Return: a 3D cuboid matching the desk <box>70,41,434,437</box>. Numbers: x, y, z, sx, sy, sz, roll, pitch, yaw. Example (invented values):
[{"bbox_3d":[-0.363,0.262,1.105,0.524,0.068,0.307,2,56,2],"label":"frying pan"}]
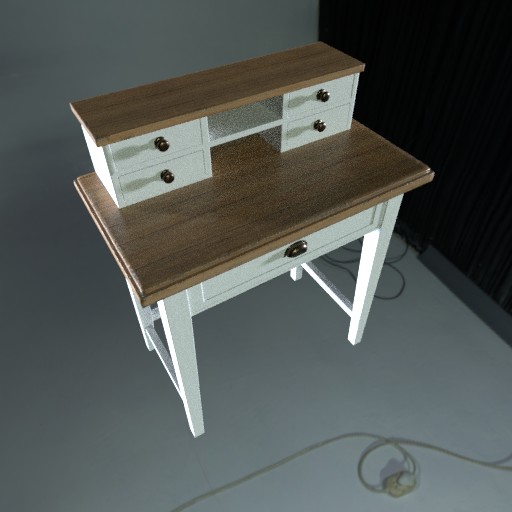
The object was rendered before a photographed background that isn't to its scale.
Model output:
[{"bbox_3d":[0.000,0.000,1.352,0.814,0.981,0.462,-24,50,-22],"label":"desk"}]
